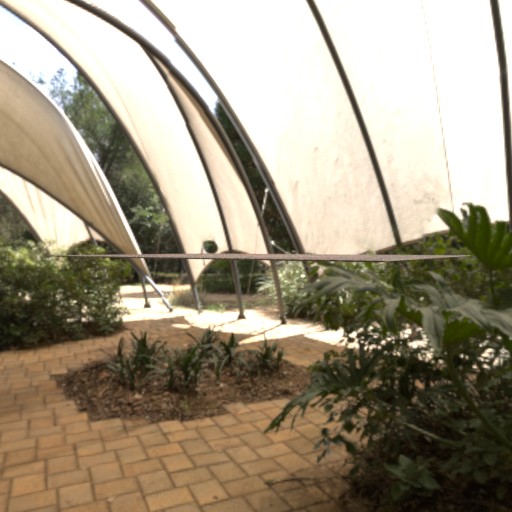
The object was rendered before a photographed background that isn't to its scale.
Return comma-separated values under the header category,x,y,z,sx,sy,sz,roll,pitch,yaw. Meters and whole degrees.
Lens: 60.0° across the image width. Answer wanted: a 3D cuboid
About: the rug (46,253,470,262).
category,x,y,z,sx,sy,sz,roll,pitch,yaw
rug,0.000,0.000,3.662,2.890,0.013,2.005,1,1,36
